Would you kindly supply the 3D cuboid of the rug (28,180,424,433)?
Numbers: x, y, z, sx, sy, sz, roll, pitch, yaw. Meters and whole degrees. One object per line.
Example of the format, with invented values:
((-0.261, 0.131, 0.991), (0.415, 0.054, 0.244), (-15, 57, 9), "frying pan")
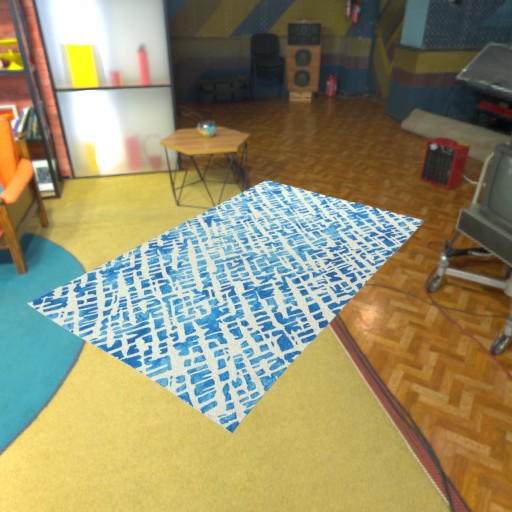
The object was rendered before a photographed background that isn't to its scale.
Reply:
((0.000, 0.000, 3.046), (1.520, 0.011, 2.447), (20, 36, 30), "rug")
